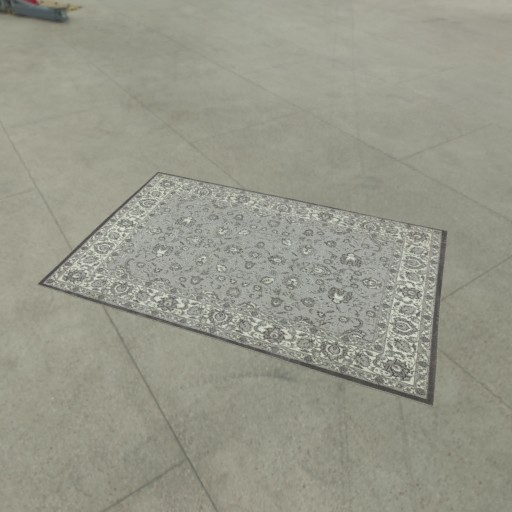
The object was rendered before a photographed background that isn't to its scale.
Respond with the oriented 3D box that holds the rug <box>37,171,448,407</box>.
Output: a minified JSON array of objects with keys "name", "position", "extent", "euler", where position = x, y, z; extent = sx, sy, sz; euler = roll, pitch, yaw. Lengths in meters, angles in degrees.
[{"name":"rug","position":[0.000,0.000,3.039],"extent":[2.438,0.011,1.524],"euler":[14,43,16]}]
